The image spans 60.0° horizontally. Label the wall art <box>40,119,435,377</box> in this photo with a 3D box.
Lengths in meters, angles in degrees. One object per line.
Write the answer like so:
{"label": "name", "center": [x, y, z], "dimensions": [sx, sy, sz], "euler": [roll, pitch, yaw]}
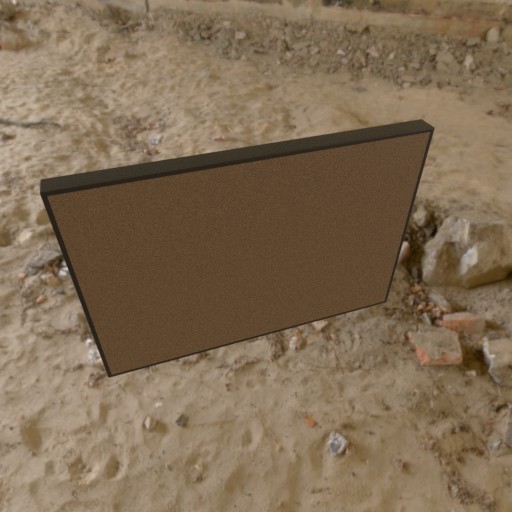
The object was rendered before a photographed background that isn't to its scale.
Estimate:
{"label": "wall art", "center": [0.000, 0.000, 1.235], "dimensions": [0.939, 0.640, 0.058], "euler": [-13, 42, -14]}
